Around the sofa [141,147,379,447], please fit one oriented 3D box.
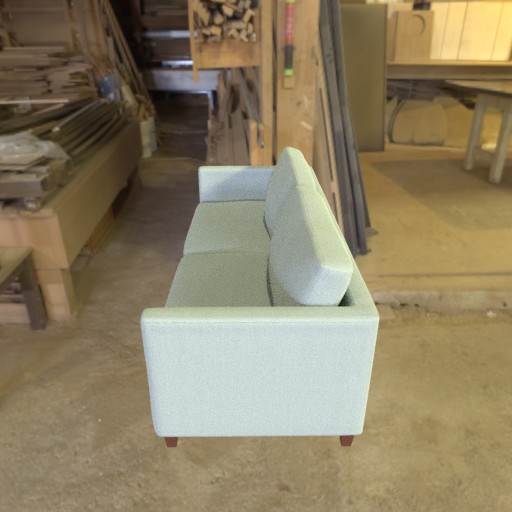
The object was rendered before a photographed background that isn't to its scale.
[{"bbox_3d":[0.000,0.000,2.772,0.951,0.965,2.208,0,27,-1],"label":"sofa"}]
